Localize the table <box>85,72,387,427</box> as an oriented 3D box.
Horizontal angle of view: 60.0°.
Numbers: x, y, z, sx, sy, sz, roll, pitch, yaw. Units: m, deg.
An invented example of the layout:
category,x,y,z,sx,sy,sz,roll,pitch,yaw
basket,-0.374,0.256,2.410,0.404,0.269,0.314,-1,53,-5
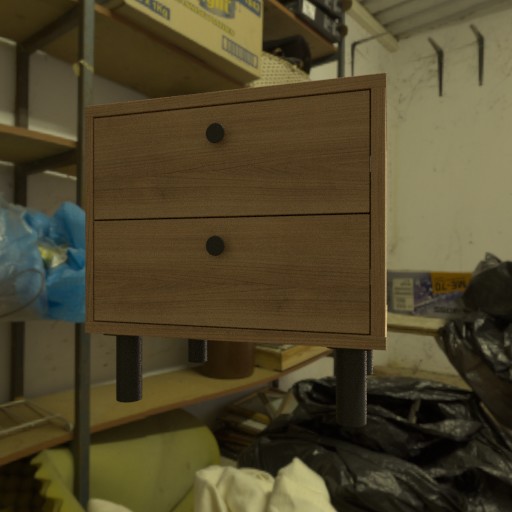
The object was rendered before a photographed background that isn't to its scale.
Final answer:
category,x,y,z,sx,sy,sz,roll,pitch,yaw
table,0.000,0.000,0.786,0.445,0.460,0.380,0,0,17
